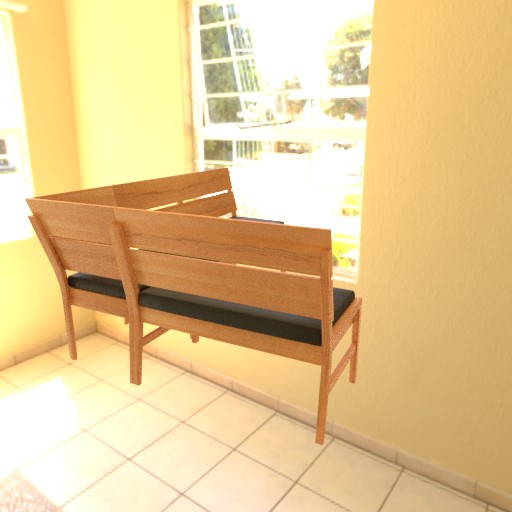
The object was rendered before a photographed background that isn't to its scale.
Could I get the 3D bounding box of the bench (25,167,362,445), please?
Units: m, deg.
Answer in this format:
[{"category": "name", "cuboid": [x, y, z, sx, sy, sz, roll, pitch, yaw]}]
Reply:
[{"category": "bench", "cuboid": [0.000, 0.000, 2.785, 1.548, 0.890, 1.948, 8, 18, 26]}]
